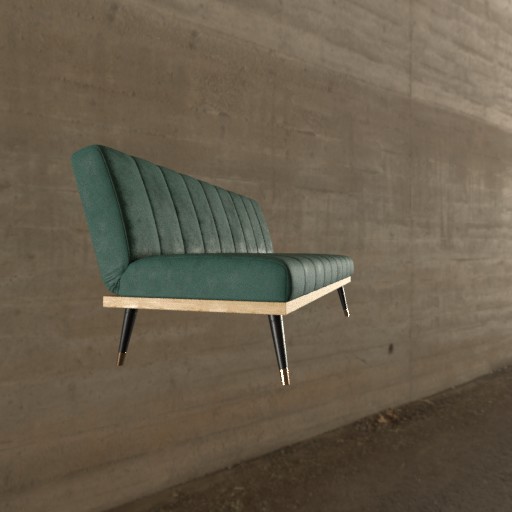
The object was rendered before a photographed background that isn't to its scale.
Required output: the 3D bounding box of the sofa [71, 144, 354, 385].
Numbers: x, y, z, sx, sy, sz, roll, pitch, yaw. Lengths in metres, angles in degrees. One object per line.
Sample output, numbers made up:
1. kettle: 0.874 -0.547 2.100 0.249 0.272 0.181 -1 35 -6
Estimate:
1. sofa: 0.000 0.000 2.328 0.830 0.820 1.810 0 0 18
